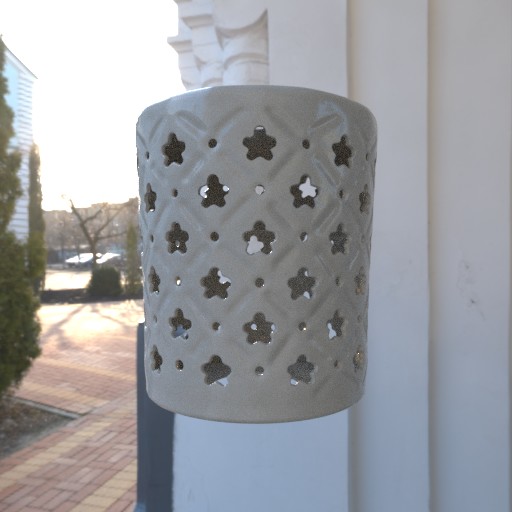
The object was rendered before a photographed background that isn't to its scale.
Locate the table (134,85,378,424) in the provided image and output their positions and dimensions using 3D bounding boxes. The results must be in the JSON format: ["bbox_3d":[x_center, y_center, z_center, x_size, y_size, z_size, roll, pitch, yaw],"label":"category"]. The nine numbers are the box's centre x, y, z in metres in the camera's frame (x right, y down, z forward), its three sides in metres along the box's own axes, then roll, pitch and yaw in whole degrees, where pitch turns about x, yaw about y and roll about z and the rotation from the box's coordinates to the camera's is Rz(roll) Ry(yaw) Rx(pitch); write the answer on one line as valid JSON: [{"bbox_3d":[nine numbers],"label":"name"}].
[{"bbox_3d":[0.000,0.000,0.660,0.352,0.387,0.352,0,0,0],"label":"table"}]
